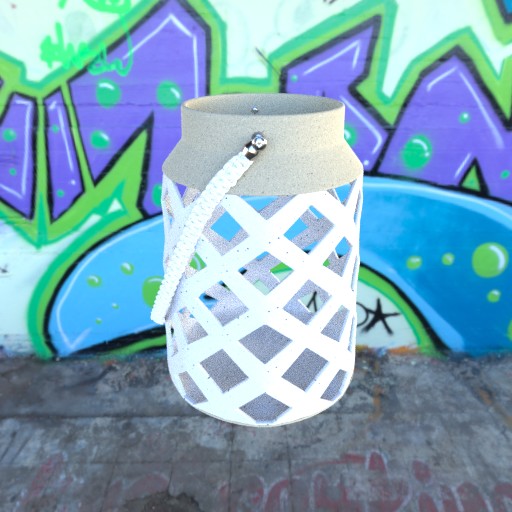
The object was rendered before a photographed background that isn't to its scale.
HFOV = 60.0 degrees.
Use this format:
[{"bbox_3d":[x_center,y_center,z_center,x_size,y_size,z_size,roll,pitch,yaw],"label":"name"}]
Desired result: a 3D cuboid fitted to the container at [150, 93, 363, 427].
[{"bbox_3d":[0.000,0.000,0.400,0.198,0.264,0.188,-1,27,-1],"label":"container"}]
